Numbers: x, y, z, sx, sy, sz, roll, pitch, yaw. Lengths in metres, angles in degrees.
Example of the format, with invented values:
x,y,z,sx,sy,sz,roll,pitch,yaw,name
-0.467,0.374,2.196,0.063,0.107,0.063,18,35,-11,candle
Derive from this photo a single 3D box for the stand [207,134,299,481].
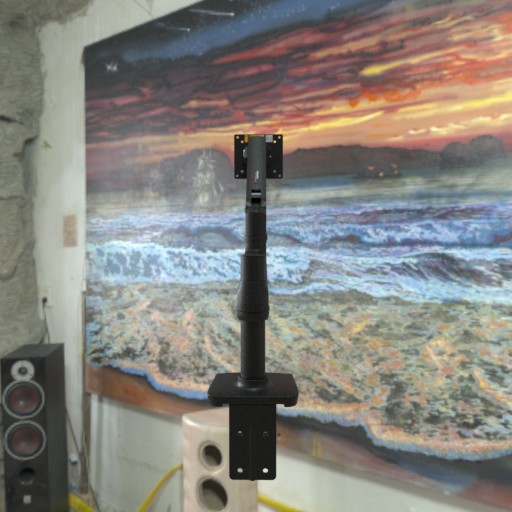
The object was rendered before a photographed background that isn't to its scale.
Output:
x,y,z,sx,sy,sz,roll,pitch,yaw,name
0.000,0.000,1.026,0.152,0.713,0.650,0,2,1,stand
